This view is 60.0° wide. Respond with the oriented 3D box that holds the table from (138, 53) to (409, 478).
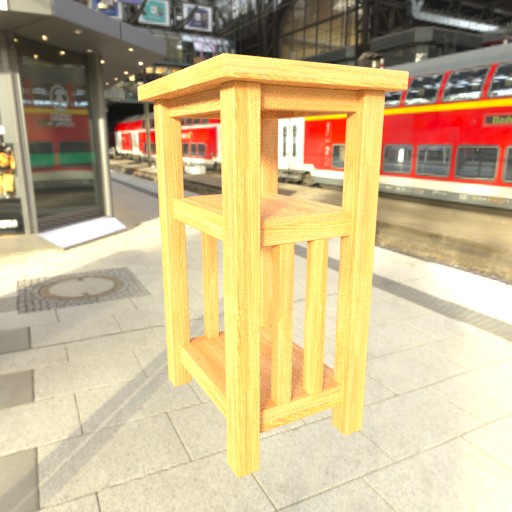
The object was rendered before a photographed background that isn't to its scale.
[{"bbox_3d":[0.000,0.000,0.741,0.270,0.550,0.350,-8,17,-28],"label":"table"}]
